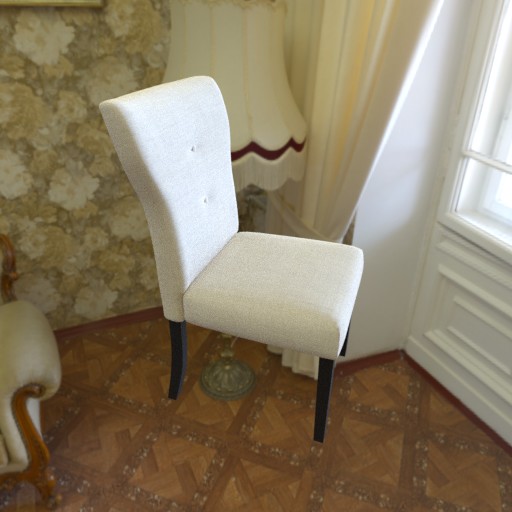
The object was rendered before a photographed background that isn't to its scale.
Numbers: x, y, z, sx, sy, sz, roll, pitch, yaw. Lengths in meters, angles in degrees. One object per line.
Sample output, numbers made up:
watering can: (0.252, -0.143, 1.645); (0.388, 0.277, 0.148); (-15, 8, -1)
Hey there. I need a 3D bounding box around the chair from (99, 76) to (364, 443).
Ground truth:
chair: (0.000, 0.000, 1.302); (0.597, 0.921, 0.509); (10, 31, 17)
